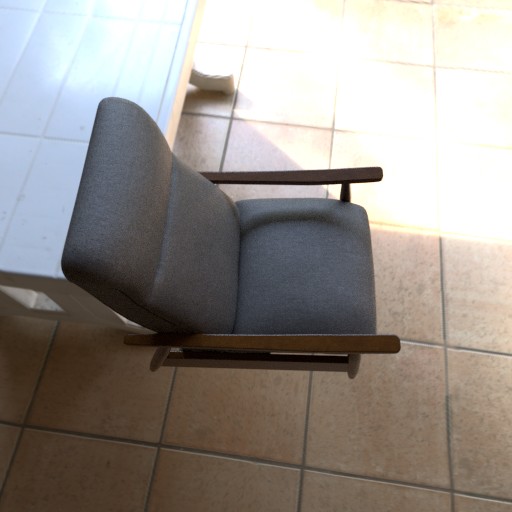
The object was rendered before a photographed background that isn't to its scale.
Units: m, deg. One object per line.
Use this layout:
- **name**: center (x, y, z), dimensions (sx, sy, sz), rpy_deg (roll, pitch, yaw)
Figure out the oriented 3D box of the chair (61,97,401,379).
- **chair**: center (0.000, 0.000, 1.741), dimensions (1.014, 1.081, 0.762), rpy_deg (2, 65, 1)
